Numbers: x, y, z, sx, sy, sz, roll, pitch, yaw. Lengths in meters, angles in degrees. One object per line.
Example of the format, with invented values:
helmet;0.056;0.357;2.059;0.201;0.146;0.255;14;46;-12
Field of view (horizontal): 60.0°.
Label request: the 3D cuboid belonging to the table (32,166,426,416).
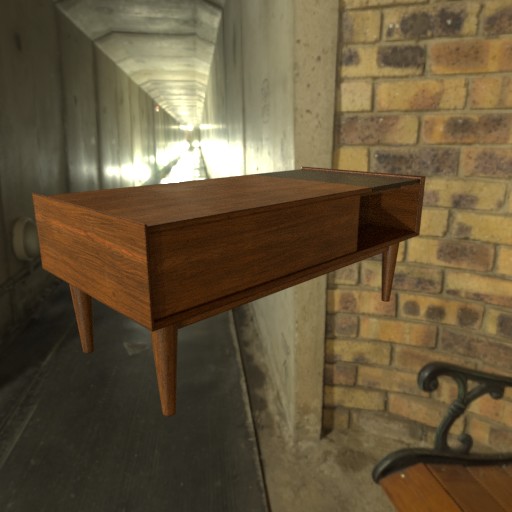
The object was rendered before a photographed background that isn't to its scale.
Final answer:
table;0.000;0.000;1.558;1.221;0.508;0.610;-16;22;-43
